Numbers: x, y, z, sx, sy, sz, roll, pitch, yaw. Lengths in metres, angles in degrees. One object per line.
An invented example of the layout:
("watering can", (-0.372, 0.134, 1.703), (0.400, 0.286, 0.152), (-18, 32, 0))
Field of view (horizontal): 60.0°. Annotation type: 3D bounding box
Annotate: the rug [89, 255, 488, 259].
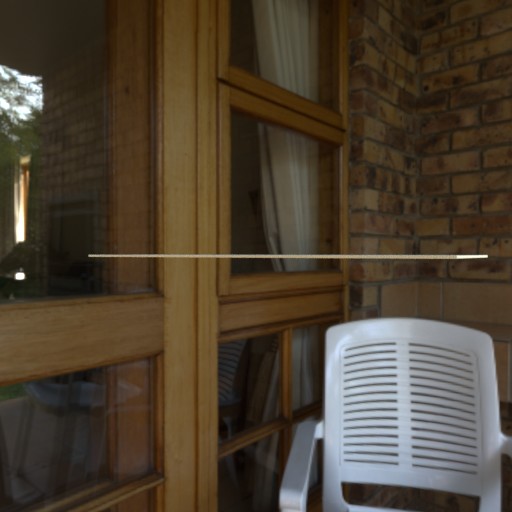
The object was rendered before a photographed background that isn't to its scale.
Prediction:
("rug", (0.000, 0.000, 2.556), (2.297, 0.013, 0.661), (0, 0, 36))
